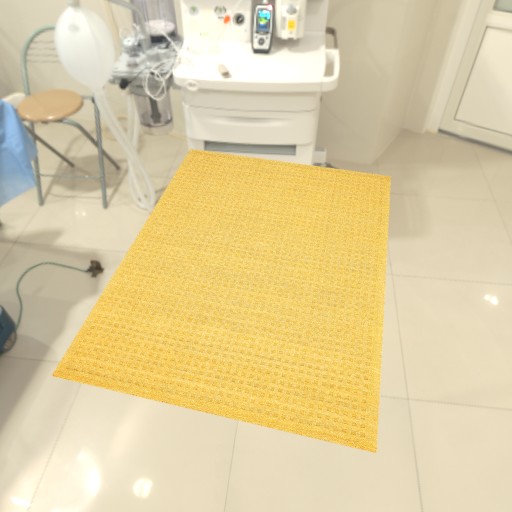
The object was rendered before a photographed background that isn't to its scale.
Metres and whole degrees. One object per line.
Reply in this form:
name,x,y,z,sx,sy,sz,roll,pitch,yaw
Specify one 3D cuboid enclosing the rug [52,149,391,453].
rug,0.000,0.000,4.333,2.486,0.015,3.242,10,47,9
